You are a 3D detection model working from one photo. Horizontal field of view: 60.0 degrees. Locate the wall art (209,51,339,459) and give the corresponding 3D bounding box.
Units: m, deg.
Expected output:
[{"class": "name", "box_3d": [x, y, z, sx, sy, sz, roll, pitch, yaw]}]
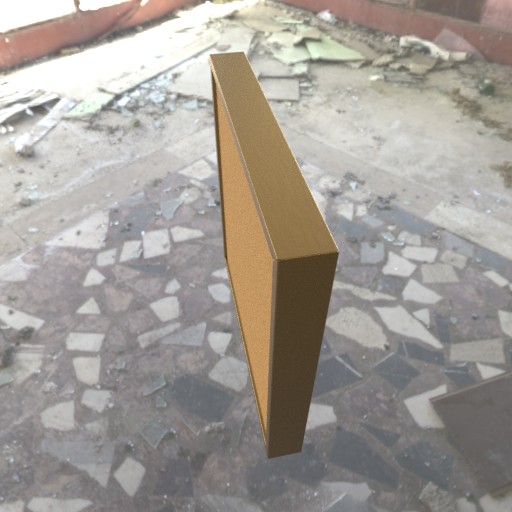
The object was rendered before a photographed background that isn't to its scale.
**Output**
[{"class": "wall art", "box_3d": [0.000, 0.000, 0.469, 0.037, 0.305, 0.305, -8, 46, -8]}]
